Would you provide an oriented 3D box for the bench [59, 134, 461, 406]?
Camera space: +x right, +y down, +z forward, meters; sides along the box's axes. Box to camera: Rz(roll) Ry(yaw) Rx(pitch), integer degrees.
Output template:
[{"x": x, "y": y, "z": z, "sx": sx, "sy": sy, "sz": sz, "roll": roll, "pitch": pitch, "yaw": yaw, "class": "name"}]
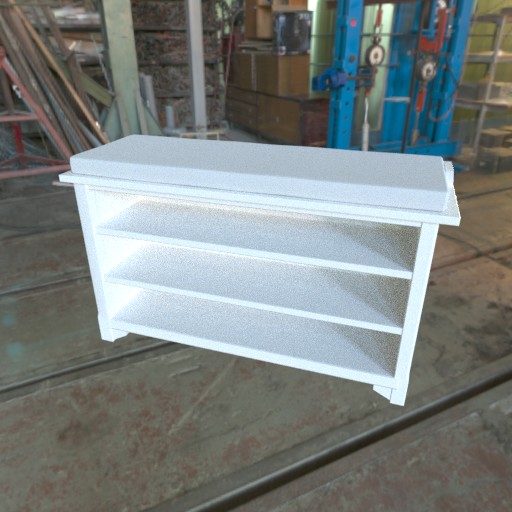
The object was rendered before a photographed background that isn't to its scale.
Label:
[{"x": 0.000, "y": 0.000, "z": 1.294, "sx": 0.987, "sy": 0.589, "sz": 0.346, "roll": 8, "pitch": 28, "yaw": 16, "class": "bench"}]
